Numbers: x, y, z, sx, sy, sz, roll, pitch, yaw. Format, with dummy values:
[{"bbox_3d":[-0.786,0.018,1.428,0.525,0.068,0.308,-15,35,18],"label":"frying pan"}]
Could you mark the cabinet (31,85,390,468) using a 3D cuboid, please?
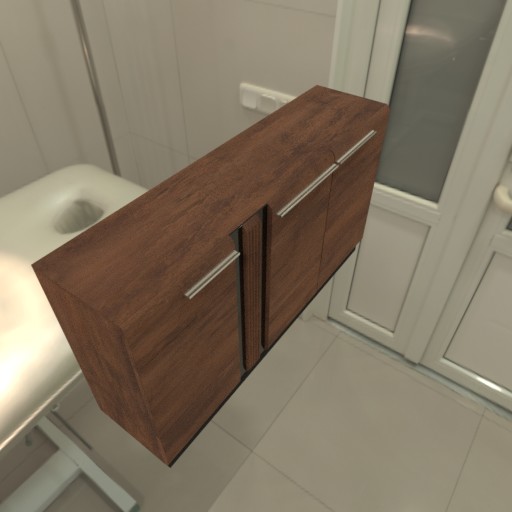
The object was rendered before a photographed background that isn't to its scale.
[{"bbox_3d":[0.000,0.000,1.952,0.420,0.900,1.600,26,49,26],"label":"cabinet"}]
